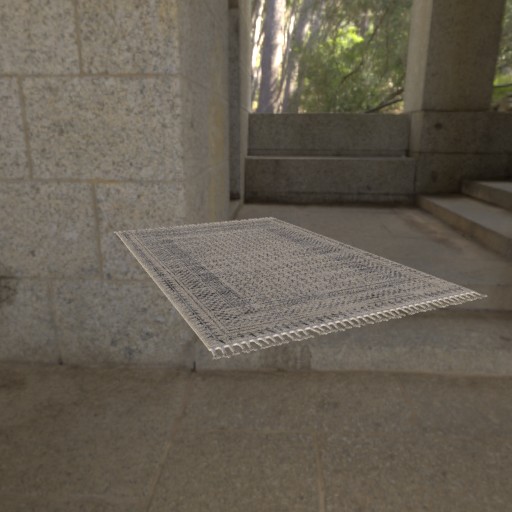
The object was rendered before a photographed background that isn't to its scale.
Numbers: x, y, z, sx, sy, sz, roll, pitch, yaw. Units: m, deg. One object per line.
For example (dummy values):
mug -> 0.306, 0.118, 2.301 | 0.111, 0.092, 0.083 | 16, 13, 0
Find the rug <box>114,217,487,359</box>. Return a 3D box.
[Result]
rug -> 0.000, 0.000, 3.084 | 1.548, 0.013, 2.486 | -8, 18, -25
